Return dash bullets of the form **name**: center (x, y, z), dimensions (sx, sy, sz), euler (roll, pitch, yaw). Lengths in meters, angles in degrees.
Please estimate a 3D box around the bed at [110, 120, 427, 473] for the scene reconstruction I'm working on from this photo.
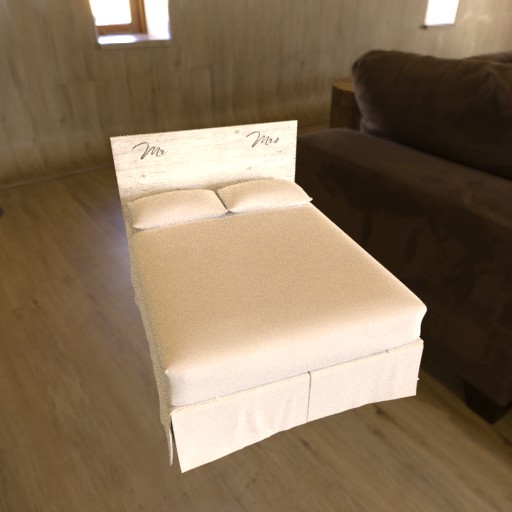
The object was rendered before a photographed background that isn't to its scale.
- **bed**: center (0.000, 0.000, 3.221), dimensions (1.745, 1.335, 2.094), euler (-11, 32, -17)
